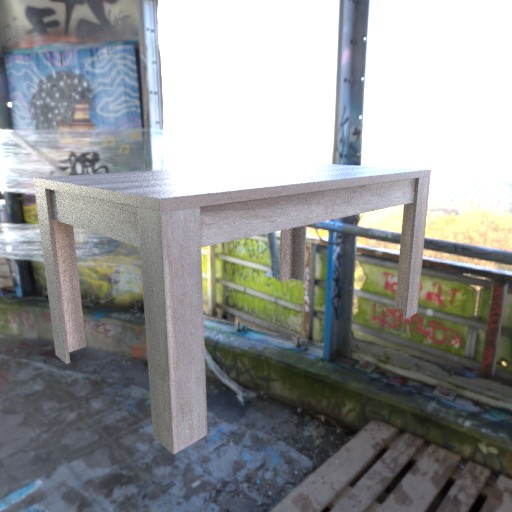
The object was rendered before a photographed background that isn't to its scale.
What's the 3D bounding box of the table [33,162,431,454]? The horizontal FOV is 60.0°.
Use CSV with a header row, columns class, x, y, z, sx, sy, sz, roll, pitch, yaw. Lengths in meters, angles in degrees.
class,x,y,z,sx,sy,sz,roll,pitch,yaw
table,0.000,0.000,2.096,1.600,0.775,0.900,-14,21,-43
